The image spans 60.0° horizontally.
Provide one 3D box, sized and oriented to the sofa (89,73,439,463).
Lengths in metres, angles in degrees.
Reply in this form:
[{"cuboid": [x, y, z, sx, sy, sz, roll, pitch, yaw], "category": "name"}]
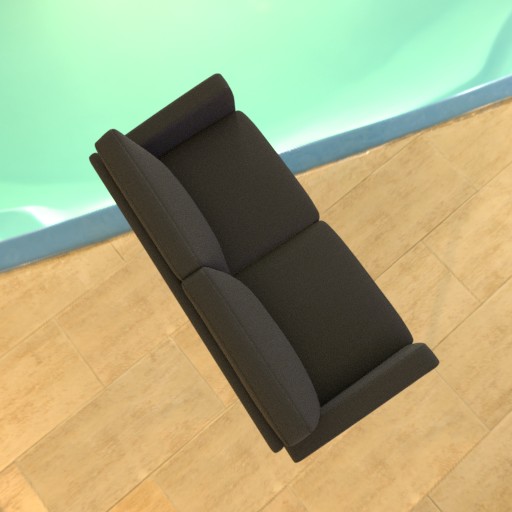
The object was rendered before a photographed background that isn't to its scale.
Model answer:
[{"cuboid": [0.000, 0.000, 2.312, 0.898, 0.839, 1.852, -33, 77, -9], "category": "sofa"}]
